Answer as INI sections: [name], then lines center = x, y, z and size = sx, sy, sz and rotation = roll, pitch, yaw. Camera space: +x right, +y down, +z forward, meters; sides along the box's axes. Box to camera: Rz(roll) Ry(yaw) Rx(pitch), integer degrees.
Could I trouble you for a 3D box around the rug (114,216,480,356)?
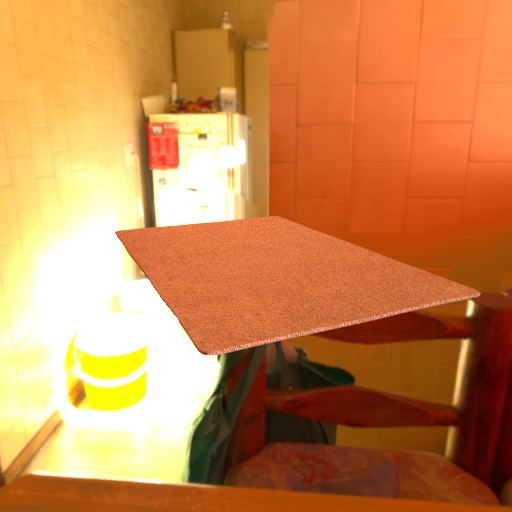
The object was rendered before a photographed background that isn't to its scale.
[rug]
center = 0.000, 0.000, 3.515
size = 1.801, 0.024, 2.700
rotation = -8, 18, -24
